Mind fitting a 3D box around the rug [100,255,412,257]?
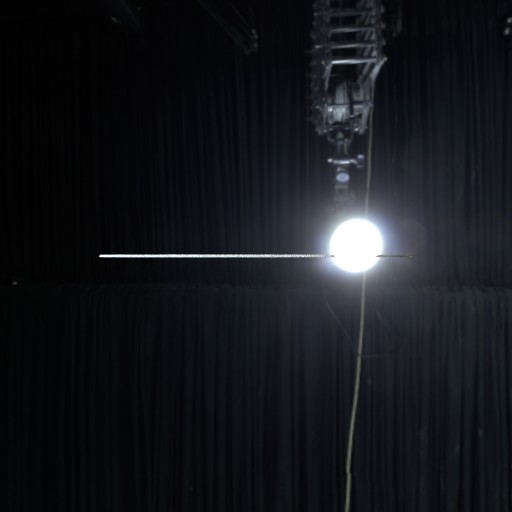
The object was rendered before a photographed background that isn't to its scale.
[{"bbox_3d":[0.000,0.000,2.403,1.598,0.010,1.598,0,0,0],"label":"rug"}]
